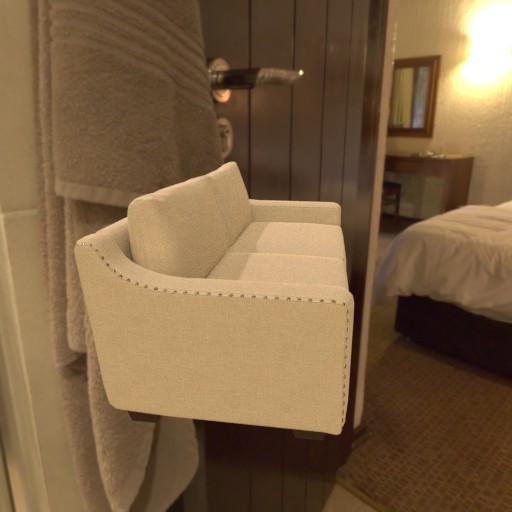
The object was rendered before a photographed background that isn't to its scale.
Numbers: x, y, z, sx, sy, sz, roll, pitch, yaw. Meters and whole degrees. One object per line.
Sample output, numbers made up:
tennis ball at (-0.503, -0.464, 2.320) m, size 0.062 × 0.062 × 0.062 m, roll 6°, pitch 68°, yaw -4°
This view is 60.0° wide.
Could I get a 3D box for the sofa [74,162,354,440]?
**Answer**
sofa at (0.000, 0.000, 2.710) m, size 1.104 × 0.983 × 2.107 m, roll 3°, pitch 17°, yaw 9°
